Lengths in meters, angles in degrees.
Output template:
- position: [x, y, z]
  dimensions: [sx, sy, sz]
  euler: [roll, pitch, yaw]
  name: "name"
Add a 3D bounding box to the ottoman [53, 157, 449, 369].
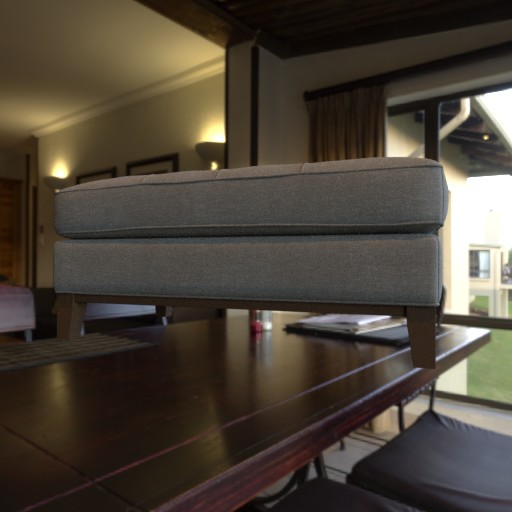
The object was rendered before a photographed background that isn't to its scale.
- position: [0.000, 0.000, 1.467]
  dimensions: [1.143, 0.514, 0.648]
  euler: [0, 0, 20]
  name: "ottoman"
